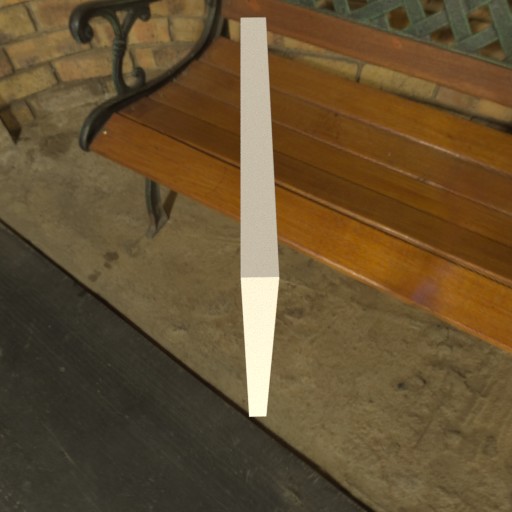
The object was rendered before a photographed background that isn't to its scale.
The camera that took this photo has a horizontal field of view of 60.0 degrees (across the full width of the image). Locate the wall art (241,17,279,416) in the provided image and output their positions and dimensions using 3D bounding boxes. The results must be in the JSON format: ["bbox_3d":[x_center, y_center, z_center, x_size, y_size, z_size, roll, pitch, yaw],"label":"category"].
[{"bbox_3d":[0.000,0.000,0.839,0.038,0.657,0.450,-1,59,-1],"label":"wall art"}]
